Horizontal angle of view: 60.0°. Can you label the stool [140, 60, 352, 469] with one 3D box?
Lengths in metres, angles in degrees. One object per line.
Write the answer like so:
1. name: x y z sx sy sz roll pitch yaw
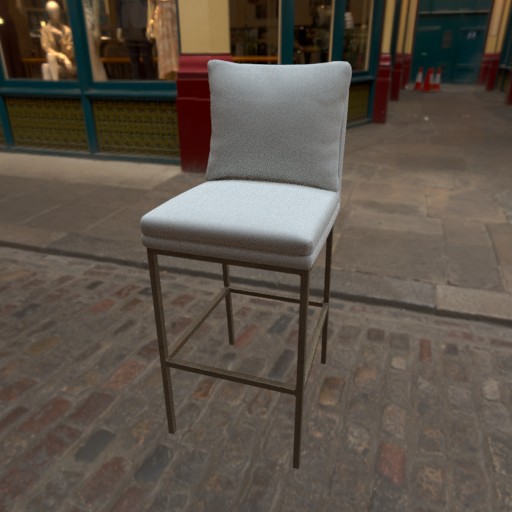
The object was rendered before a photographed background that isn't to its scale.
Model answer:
1. stool: 0.000 0.000 1.404 0.463 1.125 0.572 8 27 16
